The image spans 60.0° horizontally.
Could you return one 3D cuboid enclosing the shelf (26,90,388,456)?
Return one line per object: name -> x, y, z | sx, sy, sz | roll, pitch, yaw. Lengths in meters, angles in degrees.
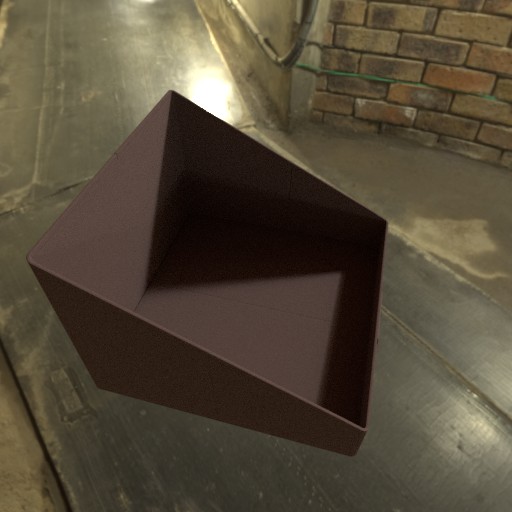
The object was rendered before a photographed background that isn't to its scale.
shelf -> 0.000, 0.000, 0.486 | 0.292, 0.210, 0.292 | 11, 48, 10
